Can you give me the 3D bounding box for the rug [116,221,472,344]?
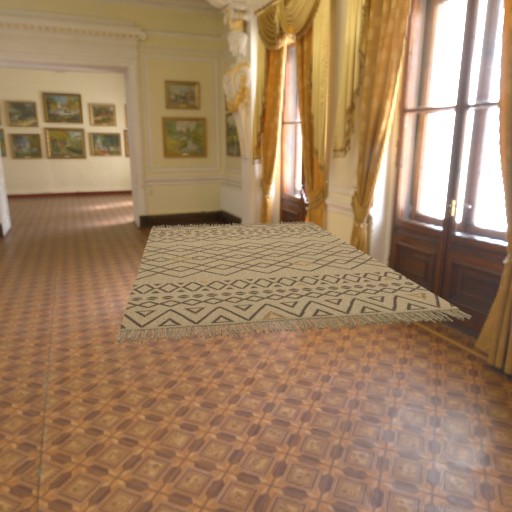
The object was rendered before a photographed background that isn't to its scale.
[{"bbox_3d":[0.000,0.000,2.961,1.495,0.035,2.472,-2,14,-9],"label":"rug"}]
